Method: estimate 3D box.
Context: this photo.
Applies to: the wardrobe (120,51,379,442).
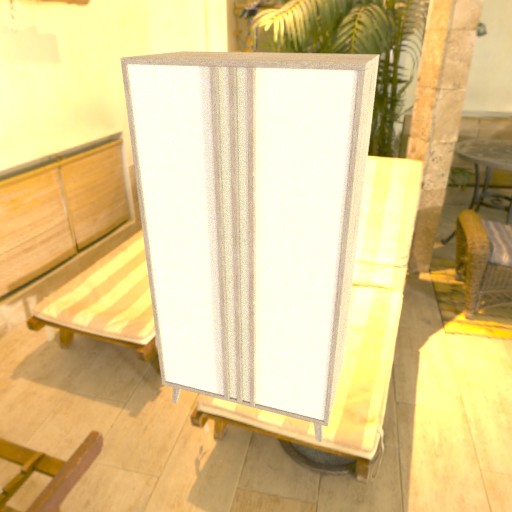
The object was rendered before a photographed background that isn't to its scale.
[{"bbox_3d":[0.000,0.000,2.380,1.000,1.960,0.600,9,29,16],"label":"wardrobe"}]
